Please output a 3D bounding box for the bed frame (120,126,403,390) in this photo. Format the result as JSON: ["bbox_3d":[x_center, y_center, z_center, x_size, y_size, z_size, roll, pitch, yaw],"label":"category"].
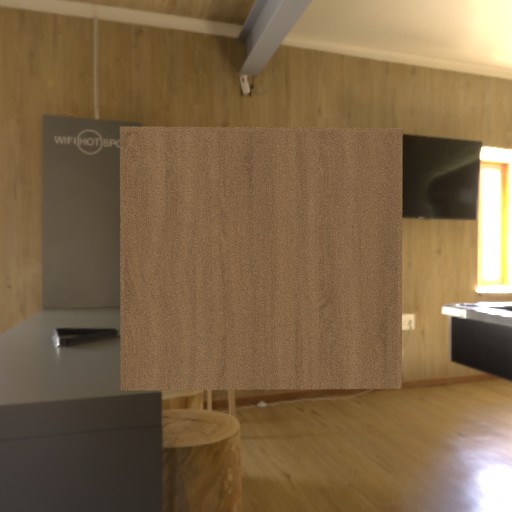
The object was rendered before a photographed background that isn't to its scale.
[{"bbox_3d":[0.000,0.000,2.625,0.990,0.920,2.140,0,1,-1],"label":"bed frame"}]
